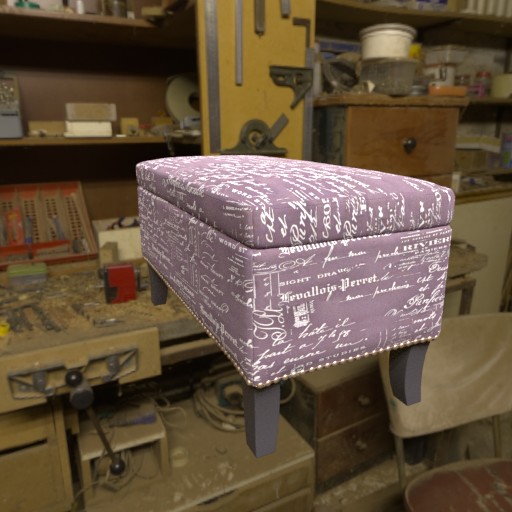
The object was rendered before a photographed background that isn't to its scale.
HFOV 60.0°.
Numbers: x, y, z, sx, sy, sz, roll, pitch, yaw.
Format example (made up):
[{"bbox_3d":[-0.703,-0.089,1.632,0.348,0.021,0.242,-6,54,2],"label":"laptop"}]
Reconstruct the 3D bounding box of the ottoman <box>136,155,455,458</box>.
[{"bbox_3d":[0.000,0.000,1.081,0.406,0.457,0.813,-8,18,-25],"label":"ottoman"}]
